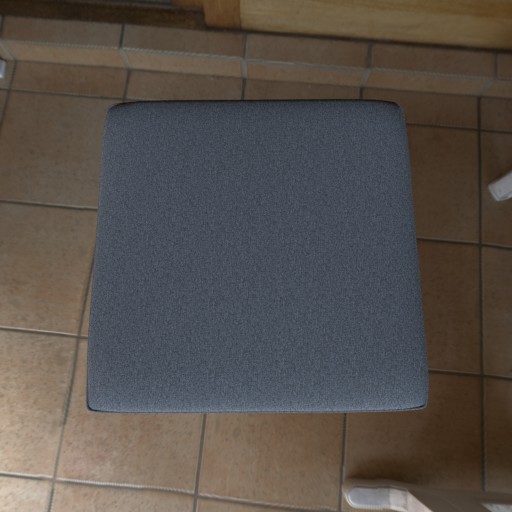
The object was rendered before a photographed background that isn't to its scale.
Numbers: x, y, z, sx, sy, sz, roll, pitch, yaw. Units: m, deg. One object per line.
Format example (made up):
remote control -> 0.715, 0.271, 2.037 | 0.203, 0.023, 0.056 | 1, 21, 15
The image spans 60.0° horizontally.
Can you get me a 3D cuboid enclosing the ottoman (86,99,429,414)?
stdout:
ottoman -> 0.000, 0.000, 1.551 | 1.015, 0.464, 1.005 | 0, 77, 0
